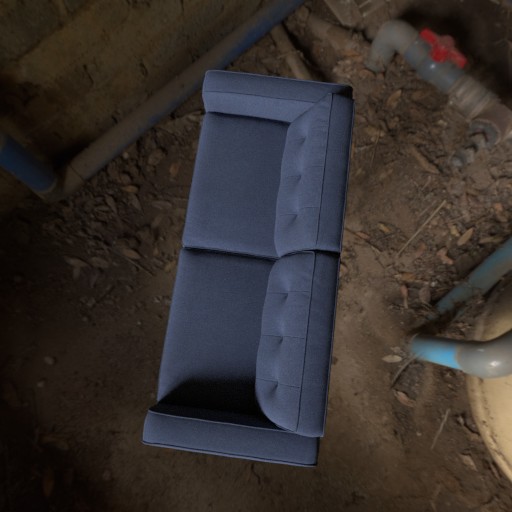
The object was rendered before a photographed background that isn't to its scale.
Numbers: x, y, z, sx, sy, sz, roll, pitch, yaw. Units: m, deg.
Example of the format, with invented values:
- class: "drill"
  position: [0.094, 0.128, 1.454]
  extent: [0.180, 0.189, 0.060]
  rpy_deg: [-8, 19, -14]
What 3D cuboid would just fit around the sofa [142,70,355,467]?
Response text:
- class: "sofa"
  position: [0.000, 0.000, 2.726]
  extent: [0.953, 0.782, 2.270]
  rpy_deg: [7, 78, 2]
